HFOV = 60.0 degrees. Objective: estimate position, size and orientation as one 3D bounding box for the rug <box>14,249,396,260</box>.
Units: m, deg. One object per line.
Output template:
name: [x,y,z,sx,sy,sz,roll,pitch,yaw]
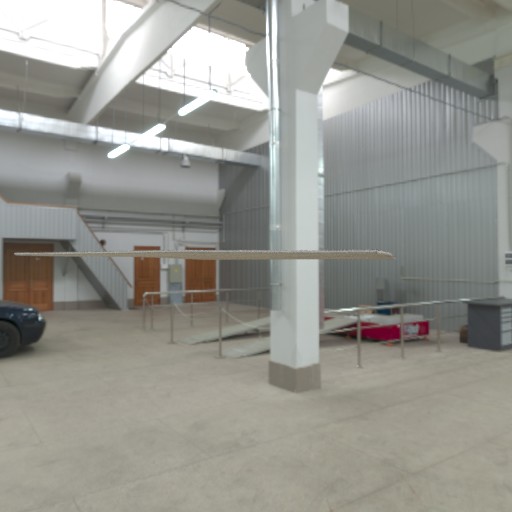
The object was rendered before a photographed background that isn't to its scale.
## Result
rug: [0.000,0.000,4.173,2.434,0.045,3.202,0,-1,19]
